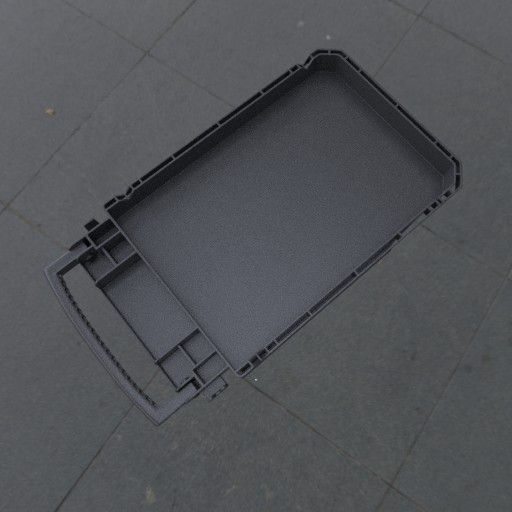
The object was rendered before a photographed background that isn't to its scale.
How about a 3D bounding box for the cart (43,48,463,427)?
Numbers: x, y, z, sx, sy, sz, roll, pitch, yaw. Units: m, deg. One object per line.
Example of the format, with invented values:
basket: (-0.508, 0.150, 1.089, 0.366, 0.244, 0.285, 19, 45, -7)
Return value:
cart: (0.000, 0.000, 1.777, 1.239, 0.884, 0.674, -39, 78, -10)
